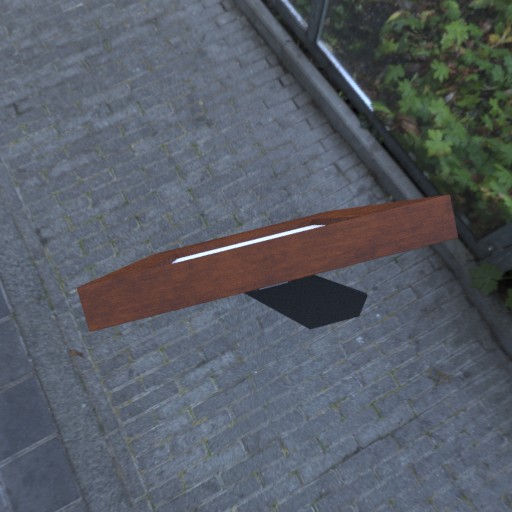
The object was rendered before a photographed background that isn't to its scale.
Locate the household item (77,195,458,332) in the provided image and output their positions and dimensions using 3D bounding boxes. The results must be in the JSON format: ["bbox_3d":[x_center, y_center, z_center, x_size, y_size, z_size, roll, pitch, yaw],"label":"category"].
[{"bbox_3d":[0.000,0.000,0.287,0.160,0.204,0.096,-14,76,-4],"label":"household item"}]
